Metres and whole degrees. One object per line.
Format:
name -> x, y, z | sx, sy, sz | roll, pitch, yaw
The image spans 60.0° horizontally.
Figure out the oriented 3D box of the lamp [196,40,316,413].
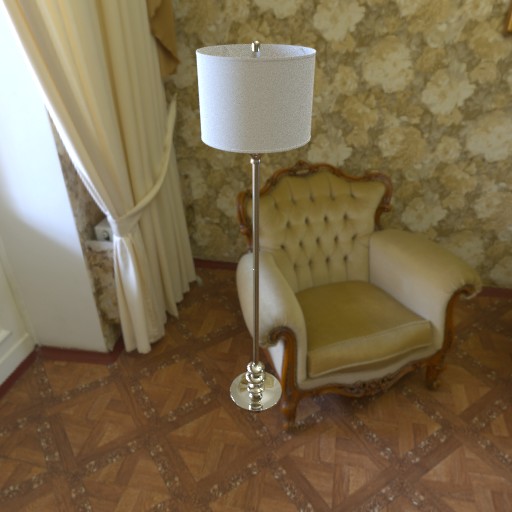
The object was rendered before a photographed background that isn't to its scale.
lamp -> 0.000, 0.000, 1.693 | 0.356, 1.487, 0.356 | -20, 36, -29
